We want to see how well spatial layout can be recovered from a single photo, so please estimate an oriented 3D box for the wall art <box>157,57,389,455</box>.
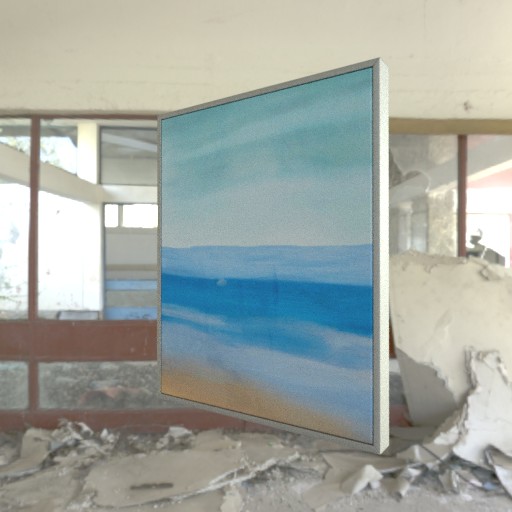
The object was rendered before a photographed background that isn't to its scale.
[{"bbox_3d":[0.000,0.000,0.758,0.445,0.553,0.039,0,0,34],"label":"wall art"}]
